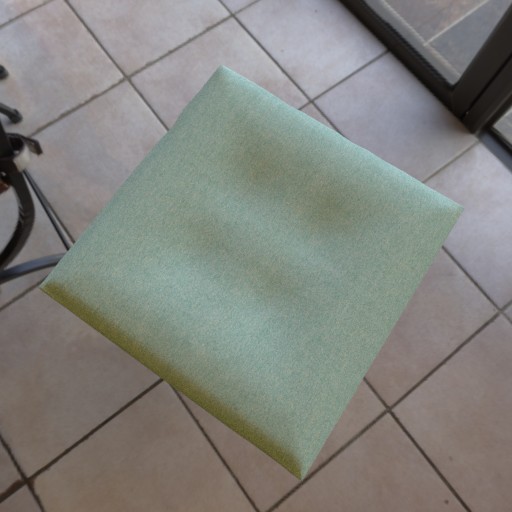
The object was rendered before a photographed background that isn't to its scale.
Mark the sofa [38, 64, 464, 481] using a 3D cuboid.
[{"bbox_3d":[0.000,0.000,1.422,0.930,0.330,0.930,33,78,8],"label":"sofa"}]
